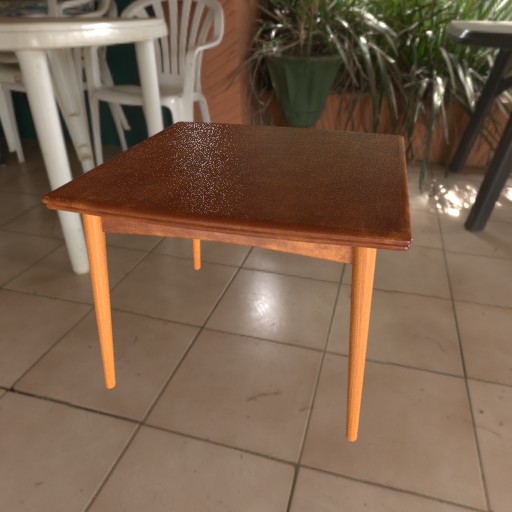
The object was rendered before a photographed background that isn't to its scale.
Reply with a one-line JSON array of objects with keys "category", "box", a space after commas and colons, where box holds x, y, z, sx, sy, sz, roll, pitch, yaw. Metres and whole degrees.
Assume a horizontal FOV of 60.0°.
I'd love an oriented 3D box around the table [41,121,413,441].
[{"category": "table", "box": [0.000, 0.000, 1.696, 0.991, 0.754, 0.991, 8, 31, 13]}]
